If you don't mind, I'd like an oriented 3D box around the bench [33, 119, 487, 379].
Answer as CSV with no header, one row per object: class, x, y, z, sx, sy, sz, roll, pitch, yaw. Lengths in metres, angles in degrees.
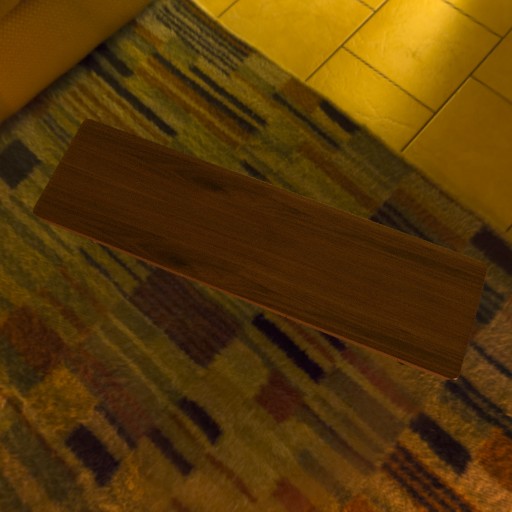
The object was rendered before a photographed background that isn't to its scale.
bench,0.000,0.000,1.780,1.570,0.462,0.425,21,75,6
